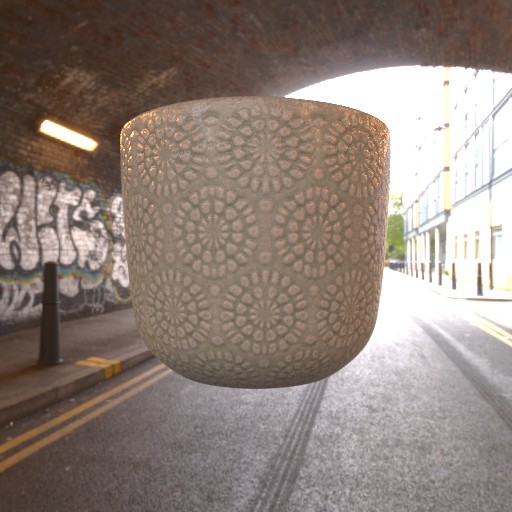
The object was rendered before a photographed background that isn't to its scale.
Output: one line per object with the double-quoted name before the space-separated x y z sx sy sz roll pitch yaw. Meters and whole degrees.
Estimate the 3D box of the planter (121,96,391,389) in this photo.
"planter" 0.000 0.000 0.212 0.124 0.109 0.124 0 0 0
